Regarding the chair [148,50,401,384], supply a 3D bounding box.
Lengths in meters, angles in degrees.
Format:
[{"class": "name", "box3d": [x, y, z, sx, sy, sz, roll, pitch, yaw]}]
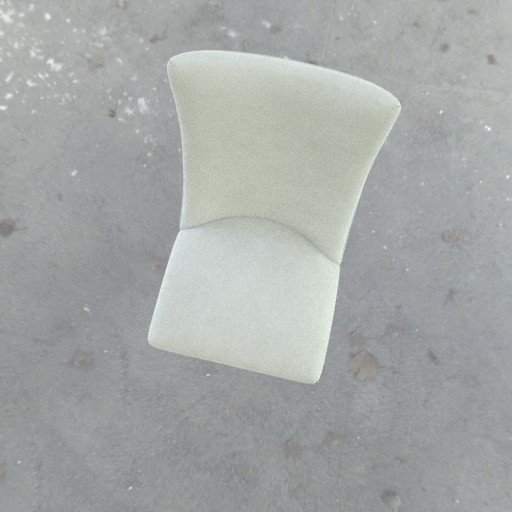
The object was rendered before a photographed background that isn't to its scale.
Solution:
[{"class": "chair", "box3d": [0.000, 0.000, 1.239, 0.495, 0.902, 0.610, 12, 75, 3]}]
